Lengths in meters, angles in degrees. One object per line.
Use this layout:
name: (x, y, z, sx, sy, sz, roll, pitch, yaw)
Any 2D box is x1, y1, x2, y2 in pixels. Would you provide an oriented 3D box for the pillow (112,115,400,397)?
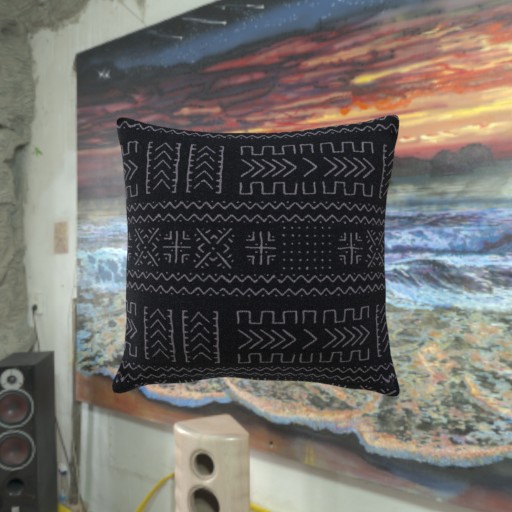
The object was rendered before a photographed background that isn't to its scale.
pillow: (0.000, 0.000, 0.677, 0.438, 0.430, 0.164, 0, 1, 0)
